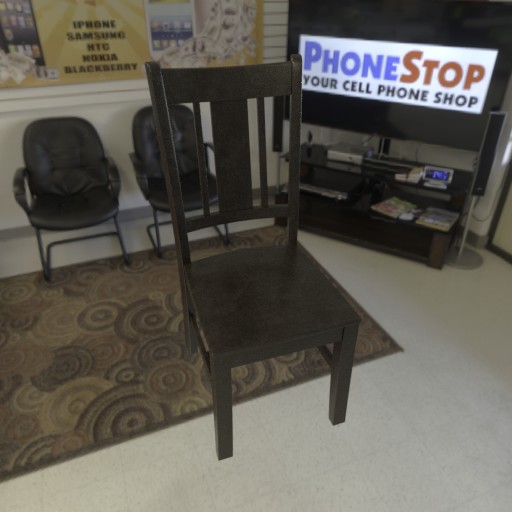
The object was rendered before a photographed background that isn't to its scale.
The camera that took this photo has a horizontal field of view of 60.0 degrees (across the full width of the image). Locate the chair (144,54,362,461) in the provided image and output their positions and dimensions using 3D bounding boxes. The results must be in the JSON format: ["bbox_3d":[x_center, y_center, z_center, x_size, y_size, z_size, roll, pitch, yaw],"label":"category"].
[{"bbox_3d":[0.000,0.000,1.290,0.450,0.998,0.555,-10,33,-16],"label":"chair"}]
